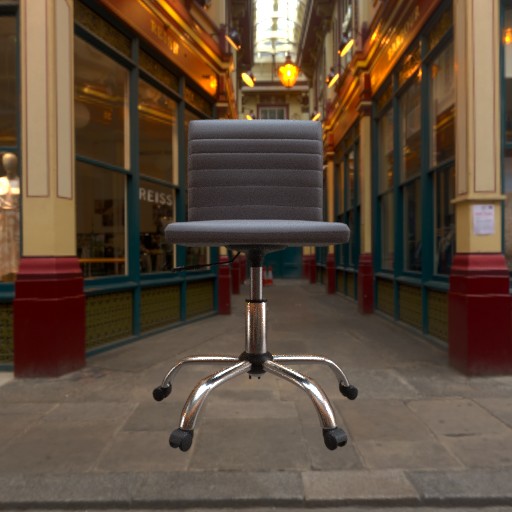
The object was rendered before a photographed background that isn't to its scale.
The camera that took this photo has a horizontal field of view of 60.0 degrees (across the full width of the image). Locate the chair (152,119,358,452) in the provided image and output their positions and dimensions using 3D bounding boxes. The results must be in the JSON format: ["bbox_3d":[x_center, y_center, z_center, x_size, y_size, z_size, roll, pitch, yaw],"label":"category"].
[{"bbox_3d":[0.000,0.000,1.140,0.556,0.780,0.530,0,1,-1],"label":"chair"}]
